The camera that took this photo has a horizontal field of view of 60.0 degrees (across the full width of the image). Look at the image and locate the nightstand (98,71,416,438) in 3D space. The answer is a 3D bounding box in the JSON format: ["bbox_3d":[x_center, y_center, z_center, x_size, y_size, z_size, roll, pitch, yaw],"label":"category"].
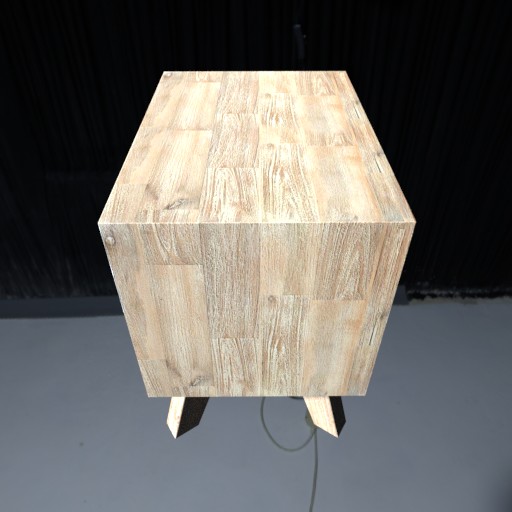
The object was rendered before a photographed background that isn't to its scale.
[{"bbox_3d":[0.000,0.000,0.952,0.396,0.589,0.552,0,41,0],"label":"nightstand"}]
